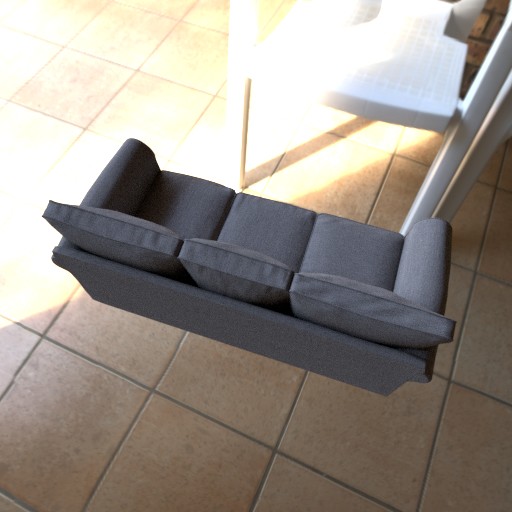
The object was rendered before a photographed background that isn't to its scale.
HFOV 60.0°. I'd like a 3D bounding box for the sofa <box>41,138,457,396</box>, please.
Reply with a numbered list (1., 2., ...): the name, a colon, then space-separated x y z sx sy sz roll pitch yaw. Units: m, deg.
1. sofa: 0.000 0.000 2.589 2.084 0.961 0.916 16 63 9
